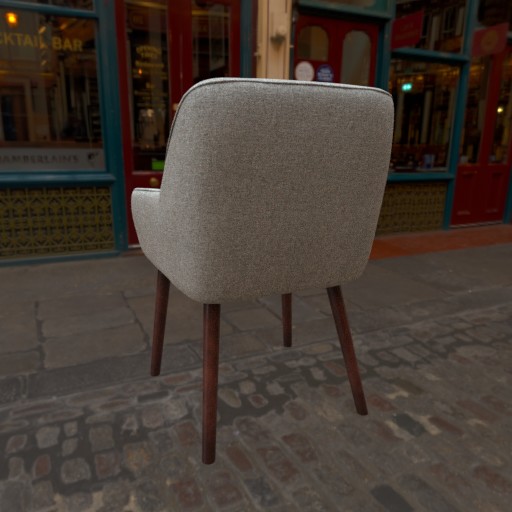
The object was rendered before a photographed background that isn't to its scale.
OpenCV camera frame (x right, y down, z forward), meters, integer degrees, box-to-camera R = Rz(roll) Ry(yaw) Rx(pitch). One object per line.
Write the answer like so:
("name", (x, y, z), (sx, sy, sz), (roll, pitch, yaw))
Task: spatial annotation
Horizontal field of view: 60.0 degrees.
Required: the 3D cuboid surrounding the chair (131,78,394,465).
("chair", (0.000, 0.000, 1.162), (0.543, 0.803, 0.519), (-7, 15, -25))
